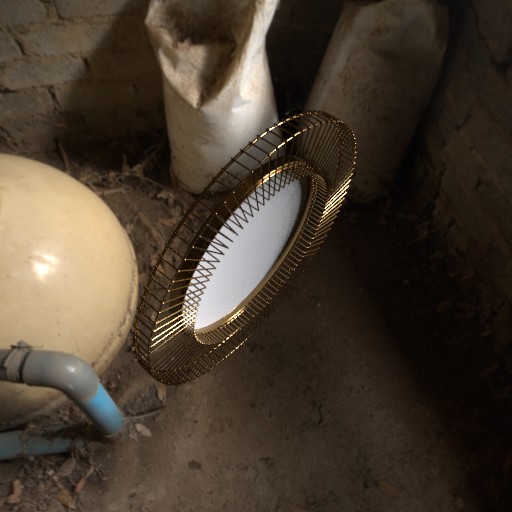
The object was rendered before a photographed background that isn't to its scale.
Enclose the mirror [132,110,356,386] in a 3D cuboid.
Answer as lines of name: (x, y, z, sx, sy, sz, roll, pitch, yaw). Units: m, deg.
mirror: (0.000, 0.000, 1.039, 0.067, 0.703, 0.703, 36, 65, 20)
